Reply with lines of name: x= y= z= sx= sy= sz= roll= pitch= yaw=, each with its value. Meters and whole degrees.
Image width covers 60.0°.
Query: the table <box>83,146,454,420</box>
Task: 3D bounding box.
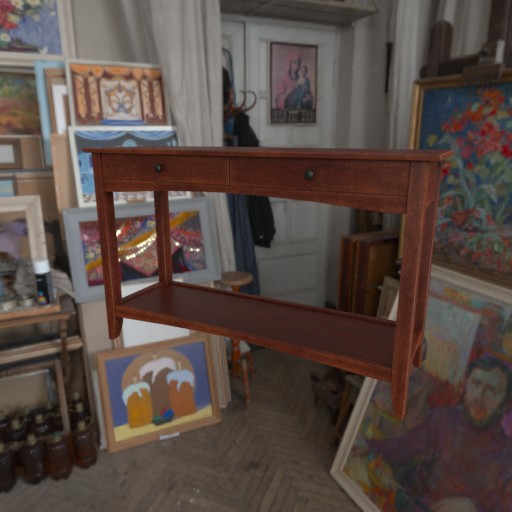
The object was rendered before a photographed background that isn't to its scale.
table: x=0.000 y=0.000 z=1.572 sx=1.188 sy=0.739 sz=0.392 roll=8 pitch=17 yaw=26
